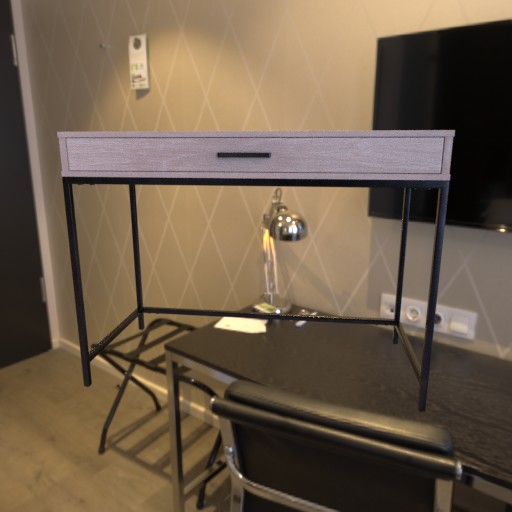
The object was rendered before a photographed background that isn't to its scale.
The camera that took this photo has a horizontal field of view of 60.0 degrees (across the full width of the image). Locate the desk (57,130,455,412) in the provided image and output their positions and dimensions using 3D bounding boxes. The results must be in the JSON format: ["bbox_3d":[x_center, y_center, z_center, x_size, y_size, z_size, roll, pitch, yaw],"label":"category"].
[{"bbox_3d":[0.000,0.000,1.427,1.016,0.762,0.470,2,14,7],"label":"desk"}]
